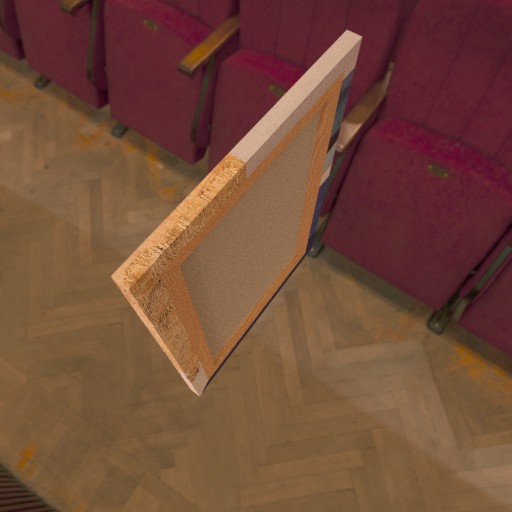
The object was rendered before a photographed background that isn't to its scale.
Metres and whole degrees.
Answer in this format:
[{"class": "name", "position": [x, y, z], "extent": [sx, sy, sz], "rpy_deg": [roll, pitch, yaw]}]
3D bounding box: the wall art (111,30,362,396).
[{"class": "wall art", "position": [0.000, 0.000, 0.795], "extent": [0.026, 0.613, 0.458], "rpy_deg": [33, 68, 15]}]
